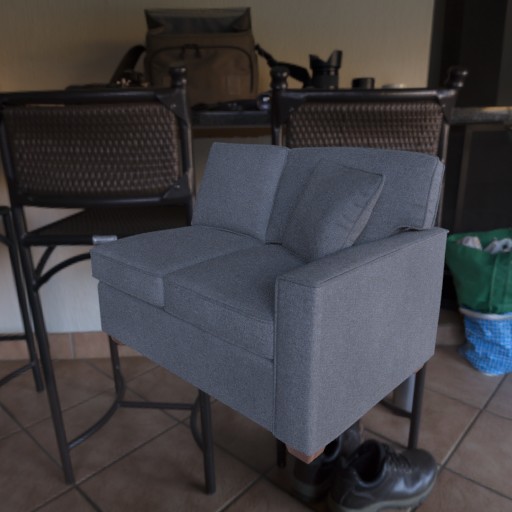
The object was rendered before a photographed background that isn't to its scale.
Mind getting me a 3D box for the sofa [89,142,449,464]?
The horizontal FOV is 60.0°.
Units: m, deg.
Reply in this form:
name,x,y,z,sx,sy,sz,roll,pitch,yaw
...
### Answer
name,x,y,z,sx,sy,sz,roll,pitch,yaw
sofa,0.000,0.000,2.052,1.388,0.989,0.991,15,21,42
